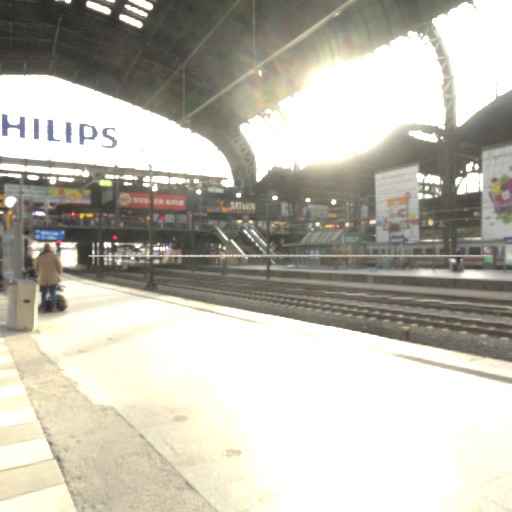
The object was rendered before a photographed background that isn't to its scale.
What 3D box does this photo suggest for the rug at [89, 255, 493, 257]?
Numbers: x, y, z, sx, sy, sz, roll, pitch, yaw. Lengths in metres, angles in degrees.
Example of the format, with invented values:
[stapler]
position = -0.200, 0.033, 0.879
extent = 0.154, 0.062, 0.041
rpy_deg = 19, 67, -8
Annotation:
[rug]
position = 0.000, 0.000, 2.300
extent = 1.226, 0.007, 1.815
rpy_deg = 0, 0, -35
